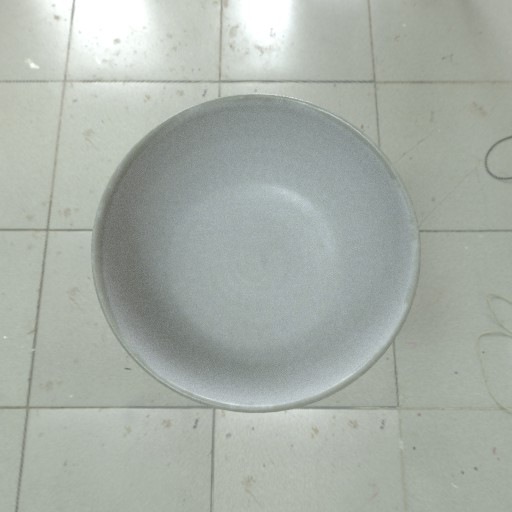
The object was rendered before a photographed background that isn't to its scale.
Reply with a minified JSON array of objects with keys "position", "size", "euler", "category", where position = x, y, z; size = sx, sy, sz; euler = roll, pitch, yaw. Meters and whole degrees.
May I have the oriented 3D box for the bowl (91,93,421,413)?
[{"position":[0.000,0.000,0.417],"size":[0.268,0.121,0.268],"euler":[0,77,0],"category":"bowl"}]
